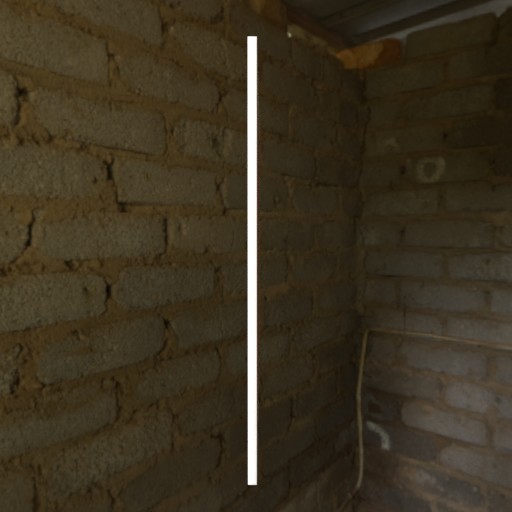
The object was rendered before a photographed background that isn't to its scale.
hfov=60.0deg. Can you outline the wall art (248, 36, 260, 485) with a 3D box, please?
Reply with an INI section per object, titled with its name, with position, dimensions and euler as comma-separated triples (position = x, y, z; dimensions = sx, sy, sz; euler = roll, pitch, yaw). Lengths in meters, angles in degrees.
[wall art]
position = 0.000, 0.000, 0.867
dimensions = 0.013, 0.584, 0.584
euler = 0, 2, 1
